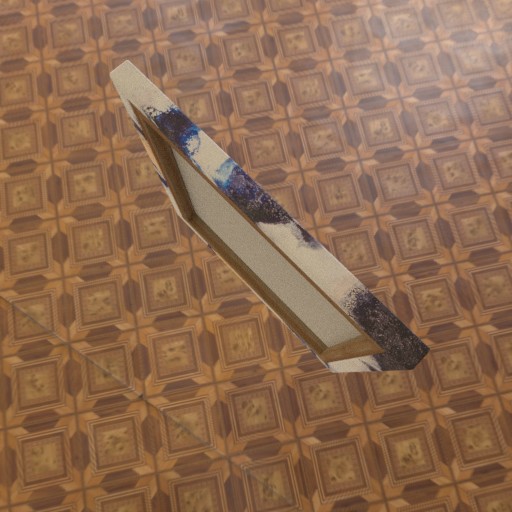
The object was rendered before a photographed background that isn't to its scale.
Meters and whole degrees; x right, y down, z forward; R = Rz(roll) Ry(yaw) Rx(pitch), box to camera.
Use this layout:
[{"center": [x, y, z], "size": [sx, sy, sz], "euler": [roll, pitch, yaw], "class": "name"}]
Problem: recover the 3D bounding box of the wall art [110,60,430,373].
[{"center": [0.000, 0.000, 0.914], "size": [0.039, 0.609, 0.609], "euler": [-43, 79, -10], "class": "wall art"}]
